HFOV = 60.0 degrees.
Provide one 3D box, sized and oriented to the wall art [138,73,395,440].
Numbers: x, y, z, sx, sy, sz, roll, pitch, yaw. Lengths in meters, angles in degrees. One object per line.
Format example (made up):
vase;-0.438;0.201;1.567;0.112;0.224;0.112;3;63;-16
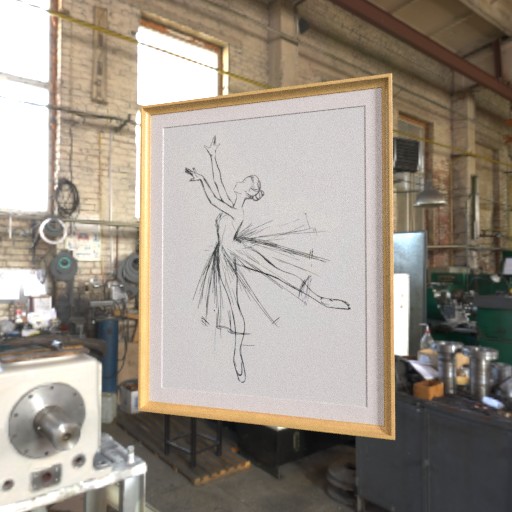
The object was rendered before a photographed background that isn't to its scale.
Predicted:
wall art;0.000;0.000;1.347;0.798;1.002;0.030;0;-2;18
